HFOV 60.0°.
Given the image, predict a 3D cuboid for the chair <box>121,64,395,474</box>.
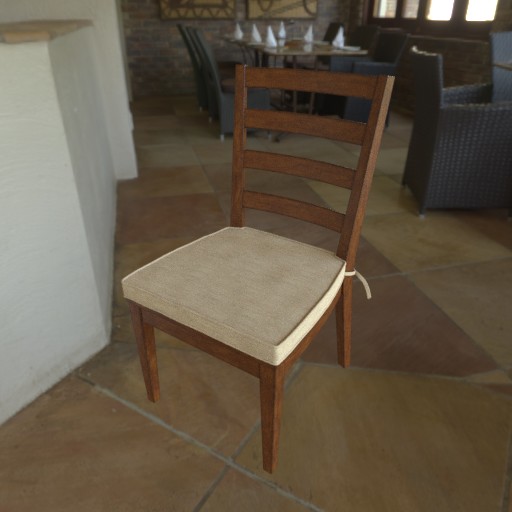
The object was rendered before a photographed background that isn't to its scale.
[{"bbox_3d":[0.000,0.000,1.311,0.593,0.979,0.595,18,34,29],"label":"chair"}]
